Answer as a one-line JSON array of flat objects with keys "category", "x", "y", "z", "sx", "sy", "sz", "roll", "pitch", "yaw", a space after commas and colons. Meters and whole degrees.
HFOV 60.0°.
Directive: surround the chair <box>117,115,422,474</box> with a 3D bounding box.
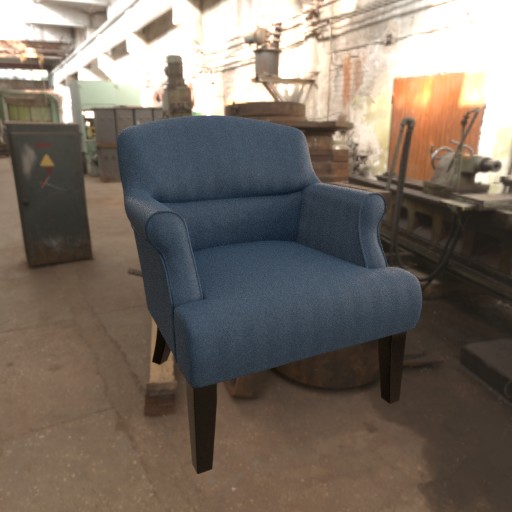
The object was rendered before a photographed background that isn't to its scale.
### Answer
[{"category": "chair", "x": 0.000, "y": 0.000, "z": 1.425, "sx": 0.770, "sy": 0.878, "sz": 0.754, "roll": -8, "pitch": 18, "yaw": -26}]
